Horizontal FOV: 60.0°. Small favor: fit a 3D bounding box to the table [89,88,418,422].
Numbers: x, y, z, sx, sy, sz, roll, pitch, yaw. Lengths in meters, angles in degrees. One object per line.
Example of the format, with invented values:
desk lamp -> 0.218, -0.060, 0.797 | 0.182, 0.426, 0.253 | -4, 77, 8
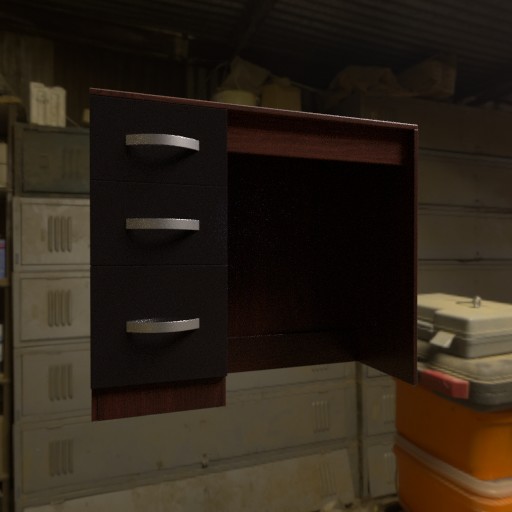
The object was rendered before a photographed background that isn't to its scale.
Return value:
table -> 0.000, 0.000, 1.336 | 0.930, 0.790, 0.380 | 0, 1, -19
